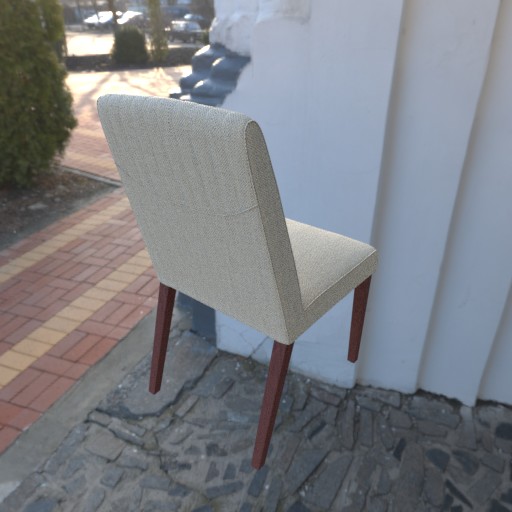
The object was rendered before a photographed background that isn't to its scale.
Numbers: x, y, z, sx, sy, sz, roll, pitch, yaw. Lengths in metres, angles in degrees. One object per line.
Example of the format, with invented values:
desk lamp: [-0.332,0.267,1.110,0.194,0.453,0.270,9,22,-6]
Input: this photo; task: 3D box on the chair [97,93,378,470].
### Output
chair: [0.000,0.000,1.229,0.480,0.900,0.594,21,35,34]
